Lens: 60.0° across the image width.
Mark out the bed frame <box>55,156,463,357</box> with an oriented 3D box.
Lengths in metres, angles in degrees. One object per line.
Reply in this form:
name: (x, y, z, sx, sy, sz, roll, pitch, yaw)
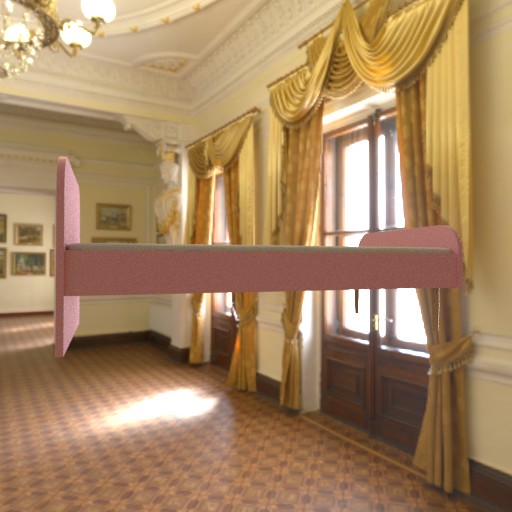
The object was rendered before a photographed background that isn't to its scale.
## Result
bed frame: (0.000, 0.000, 2.497, 1.963, 0.805, 0.998, 0, -1, -18)
